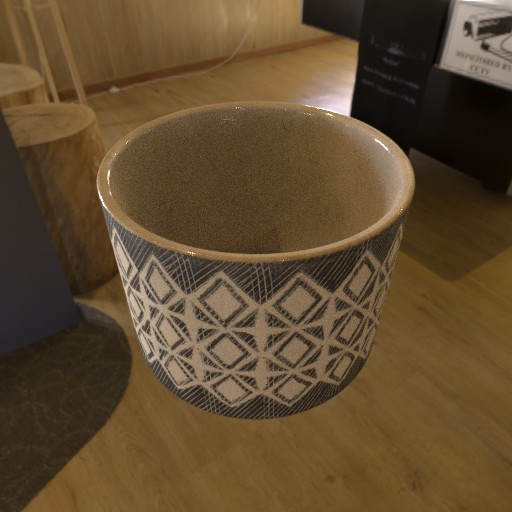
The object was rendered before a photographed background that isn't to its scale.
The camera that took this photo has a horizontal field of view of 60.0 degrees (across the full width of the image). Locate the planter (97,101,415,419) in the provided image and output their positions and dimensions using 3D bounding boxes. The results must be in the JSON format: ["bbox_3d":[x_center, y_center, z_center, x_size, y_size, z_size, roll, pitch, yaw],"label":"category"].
[{"bbox_3d":[0.000,0.000,0.216,0.126,0.104,0.126,0,40,0],"label":"planter"}]
